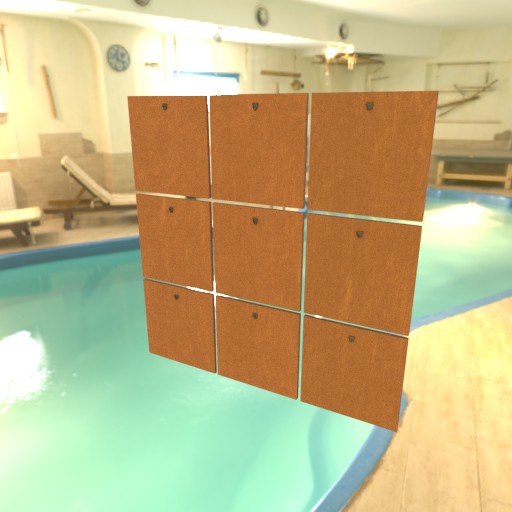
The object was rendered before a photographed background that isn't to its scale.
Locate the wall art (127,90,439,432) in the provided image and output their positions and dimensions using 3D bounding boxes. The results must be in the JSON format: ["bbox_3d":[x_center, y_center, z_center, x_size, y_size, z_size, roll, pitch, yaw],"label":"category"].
[{"bbox_3d":[0.000,0.000,1.328,0.915,0.913,0.018,10,21,27],"label":"wall art"}]
